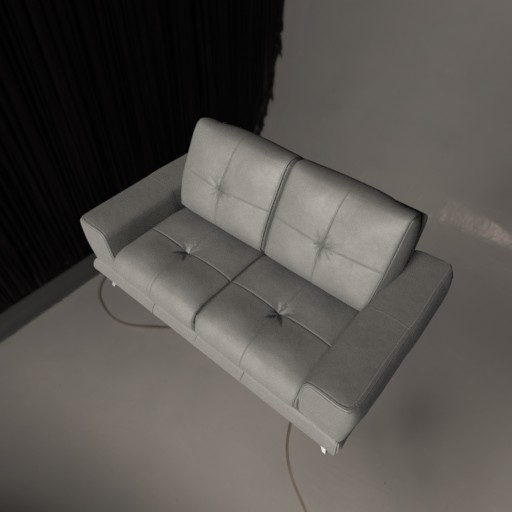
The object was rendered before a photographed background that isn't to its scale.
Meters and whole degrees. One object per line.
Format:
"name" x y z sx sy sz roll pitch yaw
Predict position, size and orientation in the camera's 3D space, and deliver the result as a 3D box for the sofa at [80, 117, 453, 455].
"sofa" 0.000 0.000 2.391 1.806 0.907 1.018 31 54 26
